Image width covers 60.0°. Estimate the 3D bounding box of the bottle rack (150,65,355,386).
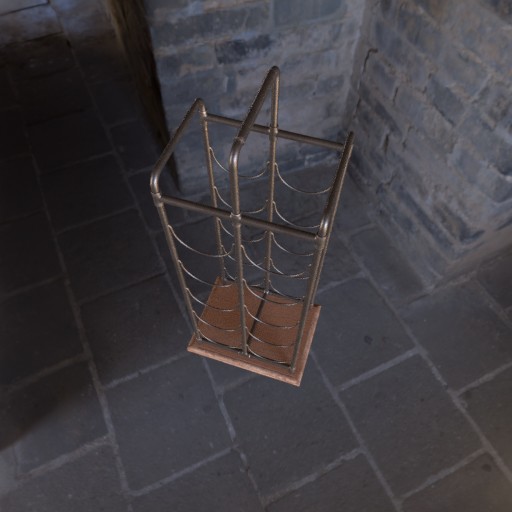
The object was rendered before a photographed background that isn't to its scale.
[{"bbox_3d":[0.000,0.000,0.804,0.276,0.680,0.208,15,59,9],"label":"bottle rack"}]
